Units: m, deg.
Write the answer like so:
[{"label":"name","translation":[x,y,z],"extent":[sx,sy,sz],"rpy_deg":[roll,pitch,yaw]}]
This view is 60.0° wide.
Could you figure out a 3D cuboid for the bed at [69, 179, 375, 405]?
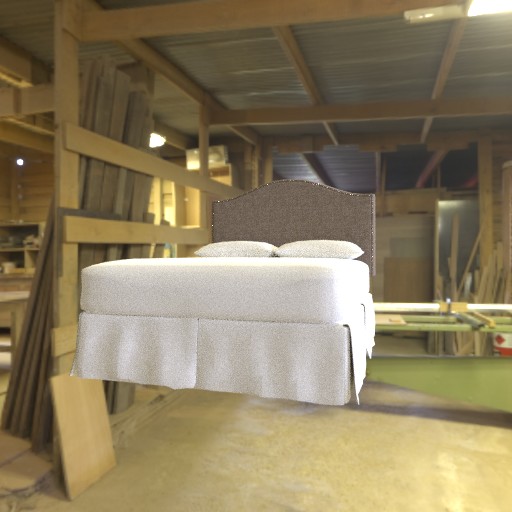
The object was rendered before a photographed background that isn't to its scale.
[{"label":"bed","translation":[0.000,0.000,3.400],"extent":[1.713,1.518,2.153],"rpy_deg":[0,0,18]}]
